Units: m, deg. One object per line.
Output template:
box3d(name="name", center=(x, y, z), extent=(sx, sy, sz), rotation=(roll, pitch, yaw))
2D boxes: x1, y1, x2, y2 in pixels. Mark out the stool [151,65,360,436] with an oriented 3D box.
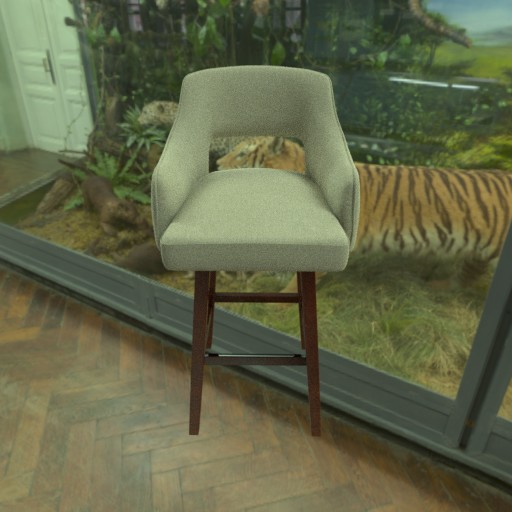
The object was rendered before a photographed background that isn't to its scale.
box3d(name="stool", center=(0.000, 0.000, 1.386), extent=(0.550, 1.041, 0.560), rotation=(0, 30, 1))
